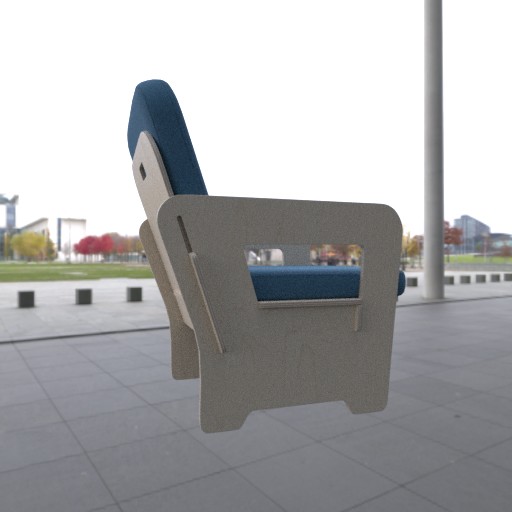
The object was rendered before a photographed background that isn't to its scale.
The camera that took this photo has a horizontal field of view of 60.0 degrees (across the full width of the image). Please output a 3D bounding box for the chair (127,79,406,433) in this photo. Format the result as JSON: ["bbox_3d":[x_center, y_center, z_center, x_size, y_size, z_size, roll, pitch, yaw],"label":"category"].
[{"bbox_3d":[0.000,0.000,1.194,0.657,0.747,0.547,0,0,-19],"label":"chair"}]
